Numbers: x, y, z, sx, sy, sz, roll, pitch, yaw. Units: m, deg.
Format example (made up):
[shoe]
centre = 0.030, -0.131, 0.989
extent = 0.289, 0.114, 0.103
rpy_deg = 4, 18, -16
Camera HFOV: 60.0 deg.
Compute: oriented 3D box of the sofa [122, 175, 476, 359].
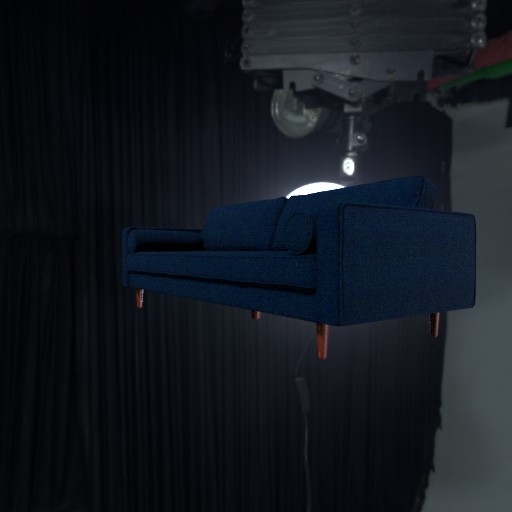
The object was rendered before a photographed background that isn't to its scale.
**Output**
[sofa]
centre = 0.000, 0.000, 2.650
extent = 0.914, 0.762, 2.210
rpy_deg = 0, 1, -36
